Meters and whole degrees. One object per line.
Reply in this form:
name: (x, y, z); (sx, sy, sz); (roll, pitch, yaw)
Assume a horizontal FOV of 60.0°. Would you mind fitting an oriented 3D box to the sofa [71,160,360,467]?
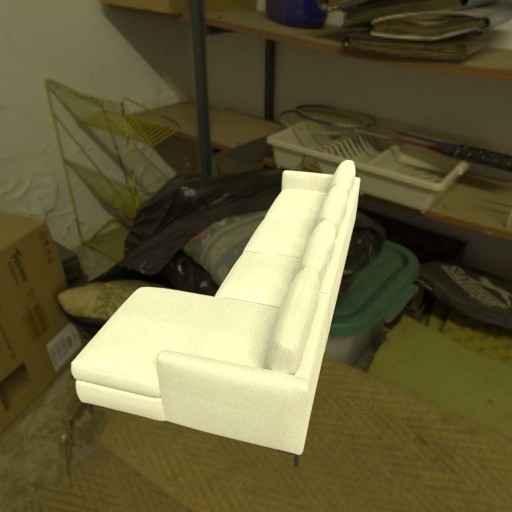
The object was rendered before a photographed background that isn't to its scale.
sofa: (0.000, 0.000, 2.929); (1.126, 0.677, 2.445); (9, 32, 14)
